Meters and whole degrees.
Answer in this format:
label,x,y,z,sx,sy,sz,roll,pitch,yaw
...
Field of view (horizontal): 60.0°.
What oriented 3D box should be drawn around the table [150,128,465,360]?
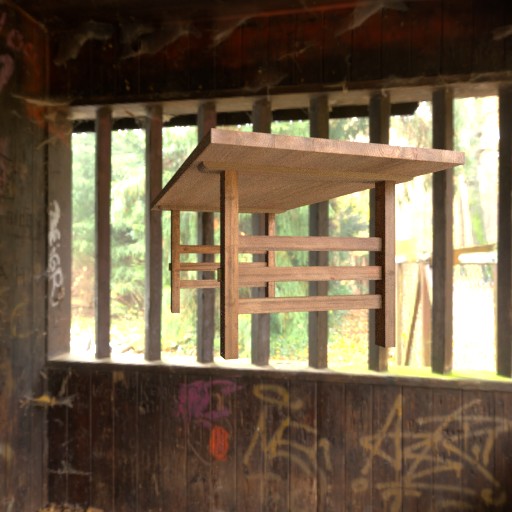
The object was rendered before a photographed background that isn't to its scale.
label,x,y,z,sx,sy,sz,roll,pitch,yaw
table,0.000,0.000,2.422,0.952,0.760,2.003,0,0,-18
